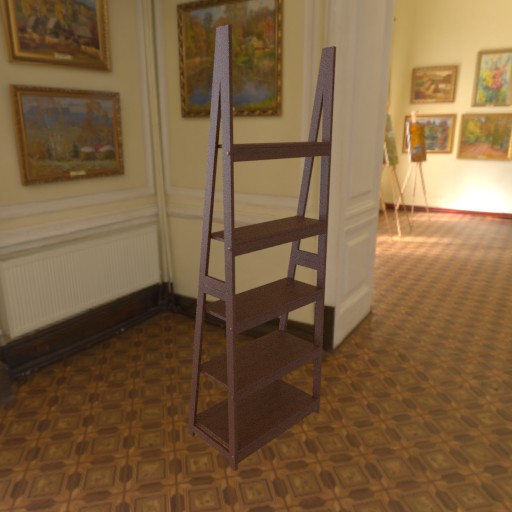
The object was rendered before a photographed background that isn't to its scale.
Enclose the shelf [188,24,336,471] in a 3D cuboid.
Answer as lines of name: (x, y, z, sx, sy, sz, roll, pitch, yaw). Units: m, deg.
shelf: (0.000, 0.000, 2.015, 0.600, 1.770, 0.350, -15, 22, -42)
